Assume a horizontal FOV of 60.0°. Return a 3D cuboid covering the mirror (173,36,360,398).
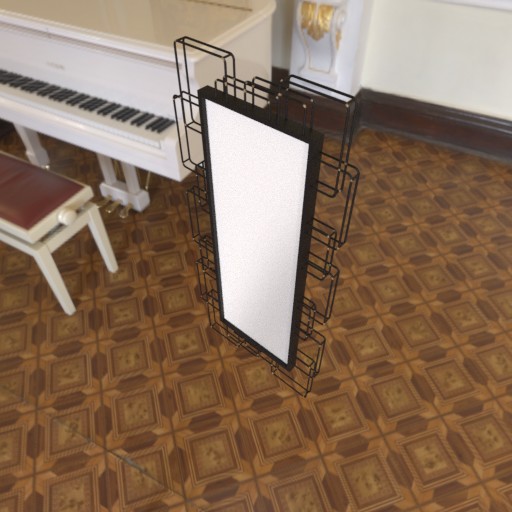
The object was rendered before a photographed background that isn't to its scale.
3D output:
[{"bbox_3d":[0.000,0.000,1.388,0.565,1.192,0.037,32,54,27],"label":"mirror"}]
